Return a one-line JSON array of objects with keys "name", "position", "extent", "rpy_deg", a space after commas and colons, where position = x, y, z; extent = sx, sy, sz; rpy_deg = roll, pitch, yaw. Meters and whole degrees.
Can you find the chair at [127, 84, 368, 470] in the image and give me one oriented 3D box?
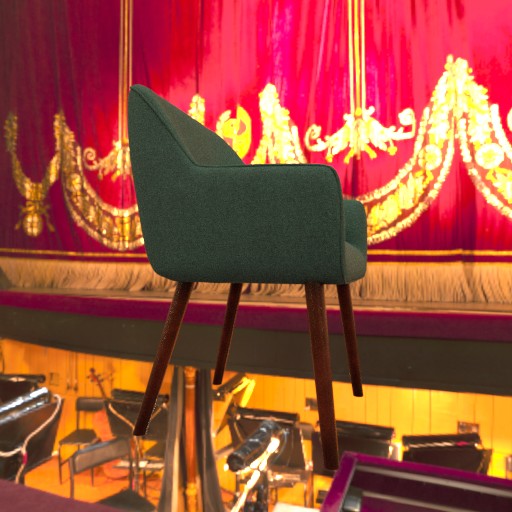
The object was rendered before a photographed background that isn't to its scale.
[{"name": "chair", "position": [0.000, 0.000, 1.139], "extent": [0.519, 0.803, 0.543], "rpy_deg": [0, -1, 19]}]
